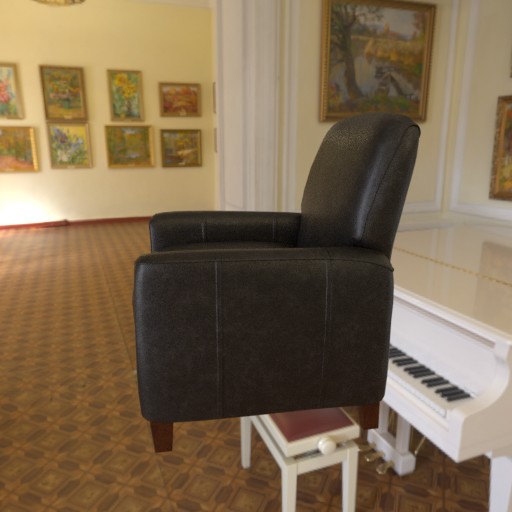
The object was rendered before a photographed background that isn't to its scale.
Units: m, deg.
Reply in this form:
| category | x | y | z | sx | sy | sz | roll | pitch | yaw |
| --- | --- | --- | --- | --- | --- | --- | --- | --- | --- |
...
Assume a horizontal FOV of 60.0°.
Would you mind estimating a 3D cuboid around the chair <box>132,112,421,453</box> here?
| category | x | y | z | sx | sy | sz | roll | pitch | yaw |
| --- | --- | --- | --- | --- | --- | --- | --- | --- | --- |
| chair | 0.000 | 0.000 | 1.630 | 0.864 | 1.014 | 0.848 | -2 | 15 | -9 |
